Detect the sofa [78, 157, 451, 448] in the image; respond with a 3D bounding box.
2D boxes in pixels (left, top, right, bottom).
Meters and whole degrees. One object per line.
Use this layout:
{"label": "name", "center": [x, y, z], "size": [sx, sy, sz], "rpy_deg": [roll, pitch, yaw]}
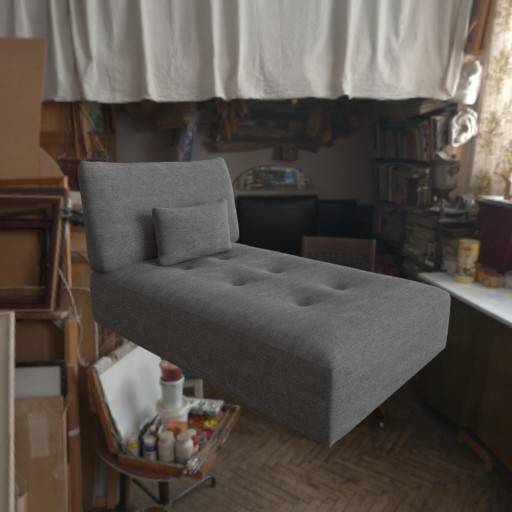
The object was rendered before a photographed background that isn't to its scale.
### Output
{"label": "sofa", "center": [0.000, 0.000, 1.982], "size": [1.450, 0.820, 0.930], "rpy_deg": [13, 19, 41]}
